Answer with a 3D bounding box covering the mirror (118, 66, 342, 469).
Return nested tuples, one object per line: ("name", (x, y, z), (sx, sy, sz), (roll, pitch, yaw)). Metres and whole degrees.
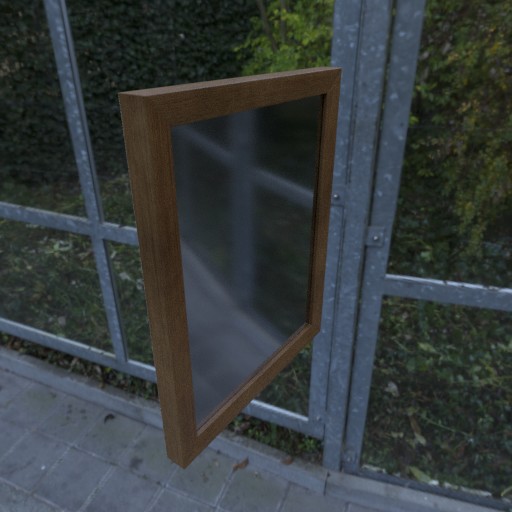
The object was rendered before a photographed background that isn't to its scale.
("mirror", (0.000, 0.000, 0.675), (0.041, 0.508, 0.405), (18, 32, 31))
